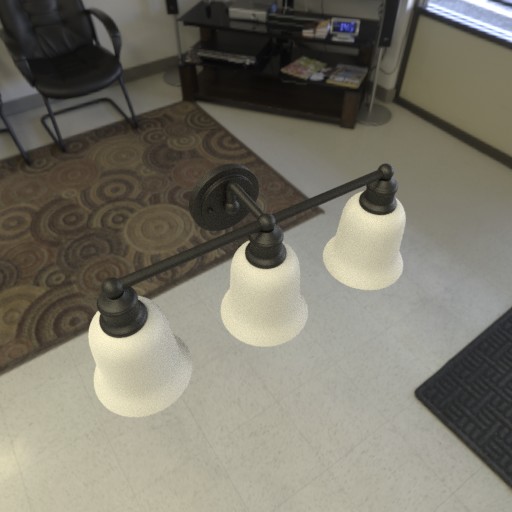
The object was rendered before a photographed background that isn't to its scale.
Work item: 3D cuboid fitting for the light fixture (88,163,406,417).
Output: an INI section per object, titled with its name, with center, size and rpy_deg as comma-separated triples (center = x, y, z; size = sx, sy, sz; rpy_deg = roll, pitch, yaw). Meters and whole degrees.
[light fixture]
center = 0.000, 0.000, 0.674
size = 0.570, 0.211, 0.198
rpy_deg = -24, 52, -21
